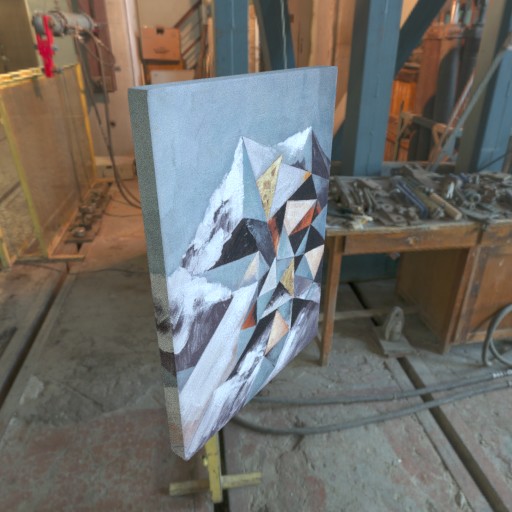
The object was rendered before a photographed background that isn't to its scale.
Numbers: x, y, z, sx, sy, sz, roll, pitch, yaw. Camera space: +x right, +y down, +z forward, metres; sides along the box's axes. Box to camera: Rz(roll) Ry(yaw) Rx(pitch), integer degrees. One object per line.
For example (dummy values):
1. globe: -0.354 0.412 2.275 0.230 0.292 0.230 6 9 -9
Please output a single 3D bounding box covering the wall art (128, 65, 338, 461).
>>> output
1. wall art: 0.000 0.000 0.805 0.037 0.613 0.455 19 33 32
